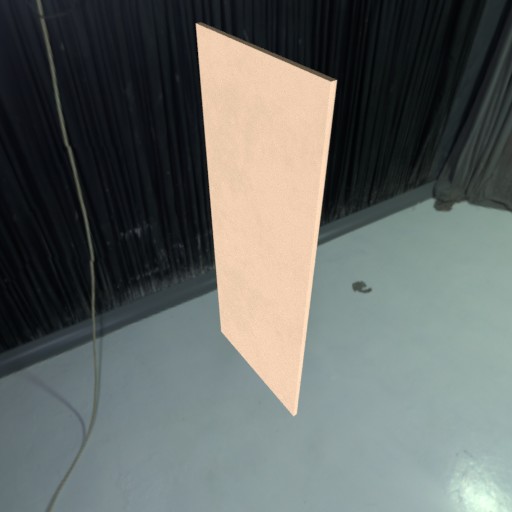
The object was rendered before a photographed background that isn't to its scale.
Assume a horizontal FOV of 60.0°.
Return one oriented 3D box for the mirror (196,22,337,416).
[{"bbox_3d":[0.000,0.000,2.287,0.026,2.031,0.812,-26,48,-26],"label":"mirror"}]
